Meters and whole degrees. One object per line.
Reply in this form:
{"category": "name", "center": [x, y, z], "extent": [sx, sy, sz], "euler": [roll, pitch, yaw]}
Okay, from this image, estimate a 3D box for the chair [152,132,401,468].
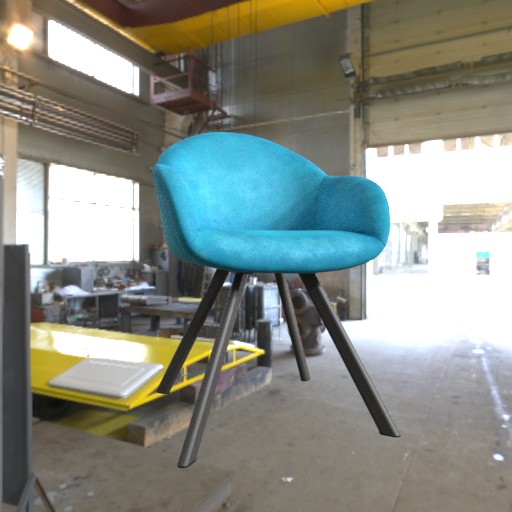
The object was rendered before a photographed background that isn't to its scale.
{"category": "chair", "center": [0.000, 0.000, 1.182], "extent": [0.550, 0.795, 0.590], "euler": [0, 0, -17]}
